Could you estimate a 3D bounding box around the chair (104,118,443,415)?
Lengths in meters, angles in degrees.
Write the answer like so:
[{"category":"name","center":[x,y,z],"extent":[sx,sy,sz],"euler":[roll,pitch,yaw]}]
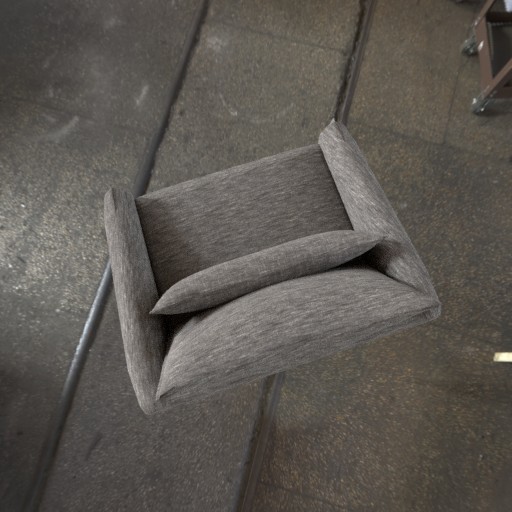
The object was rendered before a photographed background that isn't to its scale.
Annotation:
[{"category":"chair","center":[0.000,0.000,1.598],"extent":[1.004,0.842,0.805],"euler":[-18,77,-4]}]
